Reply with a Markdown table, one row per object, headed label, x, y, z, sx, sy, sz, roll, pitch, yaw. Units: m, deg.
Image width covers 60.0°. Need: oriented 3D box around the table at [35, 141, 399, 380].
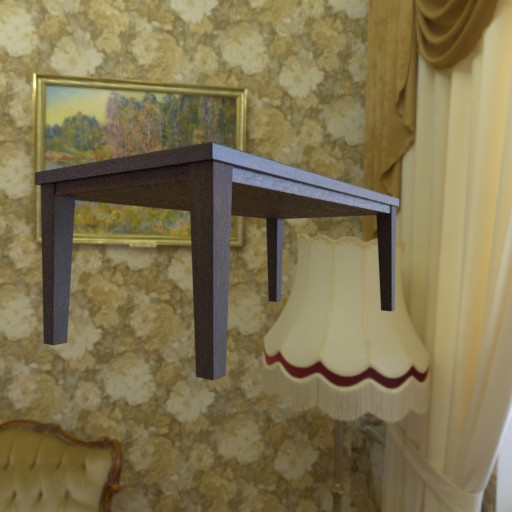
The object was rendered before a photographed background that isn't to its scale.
| label | x | y | z | sx | sy | sz | roll | pitch | yaw |
| --- | --- | --- | --- | --- | --- | --- | --- | --- | --- |
| table | 0.000 | 0.000 | 2.495 | 1.016 | 0.762 | 1.981 | 1 | 1 | 34 |
